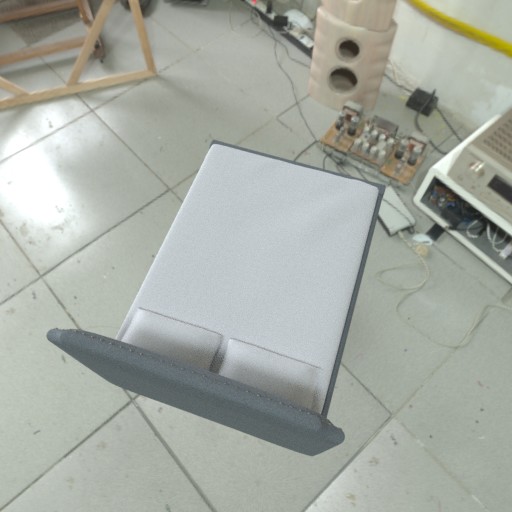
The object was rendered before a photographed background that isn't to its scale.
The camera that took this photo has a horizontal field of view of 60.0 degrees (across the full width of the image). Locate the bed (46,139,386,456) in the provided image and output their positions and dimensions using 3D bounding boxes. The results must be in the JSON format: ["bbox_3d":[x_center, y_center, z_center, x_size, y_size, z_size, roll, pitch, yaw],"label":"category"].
[{"bbox_3d":[0.000,0.000,3.372,1.712,1.443,2.372,17,64,8],"label":"bed"}]
